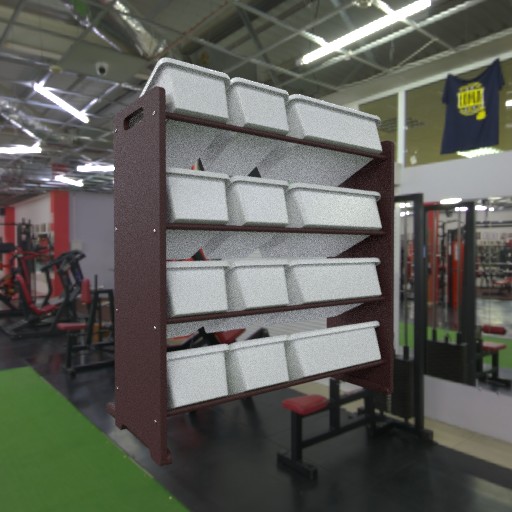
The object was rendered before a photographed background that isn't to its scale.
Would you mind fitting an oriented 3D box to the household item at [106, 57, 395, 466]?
[{"bbox_3d":[0.000,0.000,1.300,0.787,0.864,0.389,-1,1,-37],"label":"household item"}]
